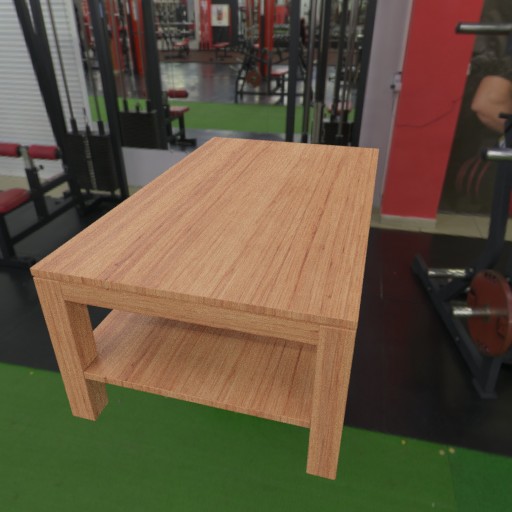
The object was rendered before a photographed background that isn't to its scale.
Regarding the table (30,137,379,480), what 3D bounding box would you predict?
[{"bbox_3d":[0.000,0.000,1.467,0.695,0.457,1.146,8,30,13],"label":"table"}]
